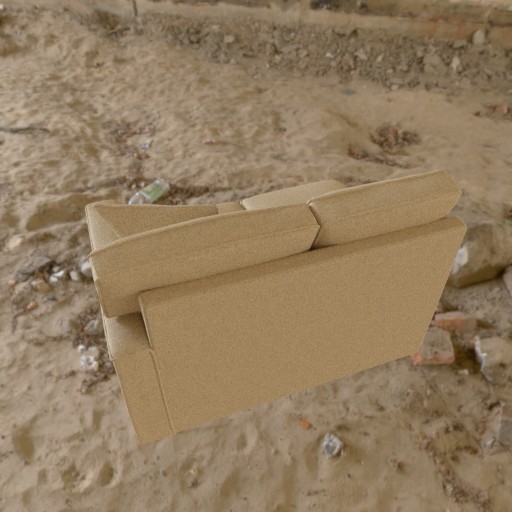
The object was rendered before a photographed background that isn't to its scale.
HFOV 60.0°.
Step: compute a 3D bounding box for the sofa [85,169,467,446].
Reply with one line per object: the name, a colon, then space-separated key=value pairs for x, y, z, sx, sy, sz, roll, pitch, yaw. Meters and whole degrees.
sofa: x=0.000 y=0.000 z=2.048 sx=1.388 sy=0.989 sz=0.991 roll=-13 pitch=42 yaw=-15
